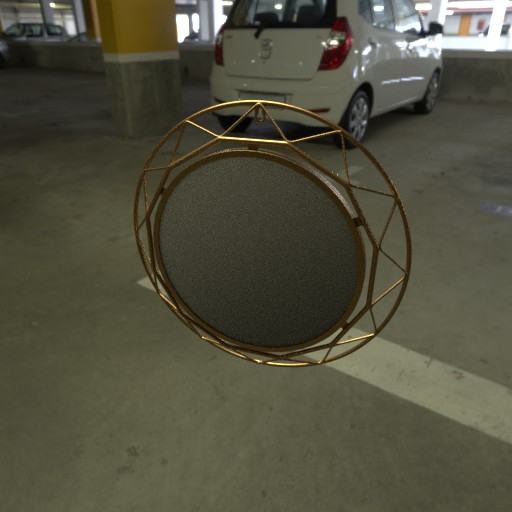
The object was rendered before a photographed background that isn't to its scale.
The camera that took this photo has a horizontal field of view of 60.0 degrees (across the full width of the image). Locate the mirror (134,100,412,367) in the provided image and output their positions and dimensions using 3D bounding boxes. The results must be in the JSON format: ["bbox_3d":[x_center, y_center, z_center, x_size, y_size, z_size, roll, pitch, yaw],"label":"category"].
[{"bbox_3d":[0.000,0.000,0.685,0.454,0.454,0.043,9,28,17],"label":"mirror"}]
